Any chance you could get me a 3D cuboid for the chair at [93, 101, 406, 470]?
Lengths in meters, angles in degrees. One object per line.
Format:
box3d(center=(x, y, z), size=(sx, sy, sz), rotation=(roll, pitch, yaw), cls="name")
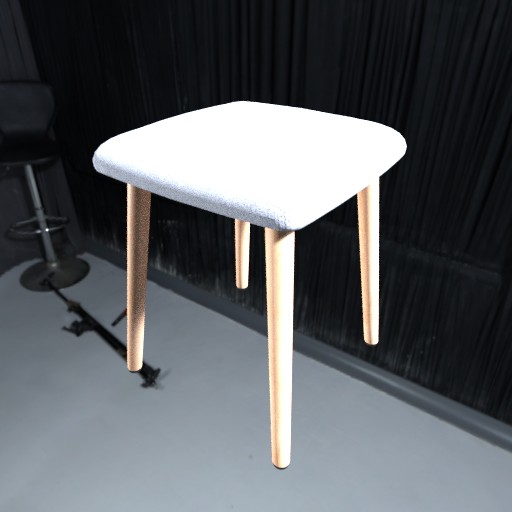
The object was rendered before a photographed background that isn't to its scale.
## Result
box3d(center=(0.000, 0.000, 0.728), size=(0.350, 0.440, 0.350), rotation=(21, 37, 30), cls="chair")
